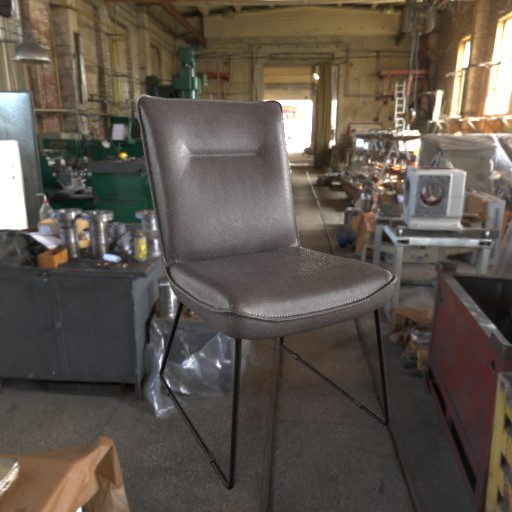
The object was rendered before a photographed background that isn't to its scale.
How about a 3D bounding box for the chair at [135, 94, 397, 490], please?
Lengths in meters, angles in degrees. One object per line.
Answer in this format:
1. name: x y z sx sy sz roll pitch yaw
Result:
1. chair: 0.000 0.000 1.317 0.515 0.932 0.688 -8 17 -27
